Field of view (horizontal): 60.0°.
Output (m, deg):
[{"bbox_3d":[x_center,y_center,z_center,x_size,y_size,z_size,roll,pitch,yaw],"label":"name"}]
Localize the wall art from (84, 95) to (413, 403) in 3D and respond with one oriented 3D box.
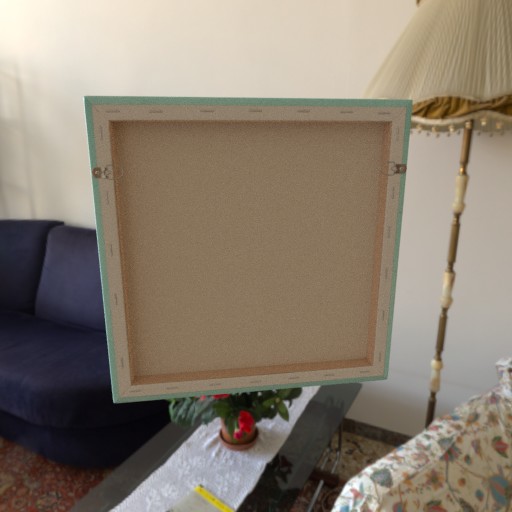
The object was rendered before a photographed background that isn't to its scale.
[{"bbox_3d":[0.000,0.000,1.138,0.765,0.766,0.054,-2,16,-9],"label":"wall art"}]
